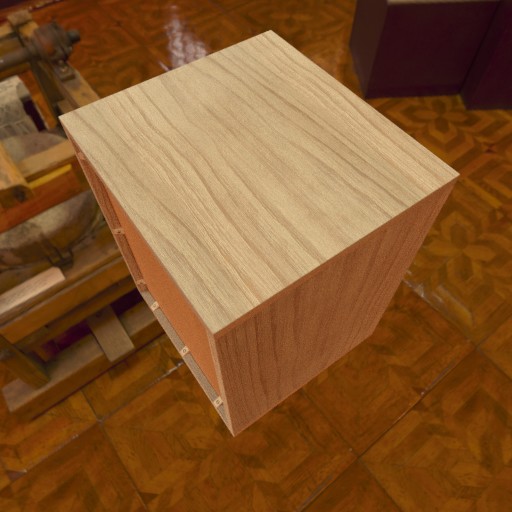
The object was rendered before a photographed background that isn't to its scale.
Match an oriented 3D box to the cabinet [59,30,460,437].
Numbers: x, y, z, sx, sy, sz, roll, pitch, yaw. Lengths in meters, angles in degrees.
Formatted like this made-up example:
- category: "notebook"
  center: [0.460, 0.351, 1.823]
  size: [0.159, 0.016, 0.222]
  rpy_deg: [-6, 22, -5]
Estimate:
- category: "cabinet"
  center: [0.000, 0.000, 0.848]
  size: [0.401, 0.579, 0.409]
  rpy_deg: [-31, 62, -18]
